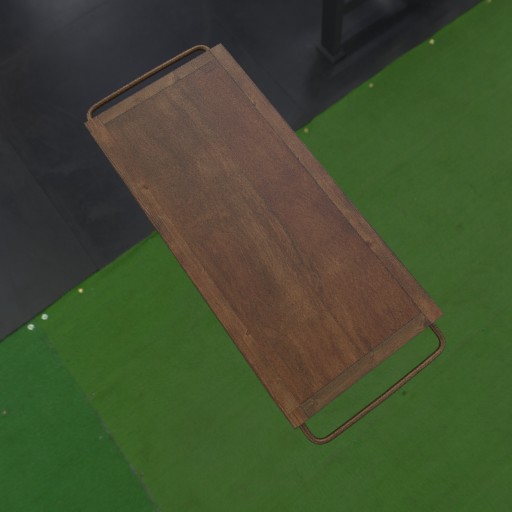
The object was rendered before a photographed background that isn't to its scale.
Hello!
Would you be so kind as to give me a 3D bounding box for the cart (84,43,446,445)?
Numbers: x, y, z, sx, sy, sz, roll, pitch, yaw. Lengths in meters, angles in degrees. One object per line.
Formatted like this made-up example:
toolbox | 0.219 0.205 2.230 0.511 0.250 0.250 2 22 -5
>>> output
cart | 0.000 0.000 1.484 0.445 0.830 1.065 -34 77 -9
